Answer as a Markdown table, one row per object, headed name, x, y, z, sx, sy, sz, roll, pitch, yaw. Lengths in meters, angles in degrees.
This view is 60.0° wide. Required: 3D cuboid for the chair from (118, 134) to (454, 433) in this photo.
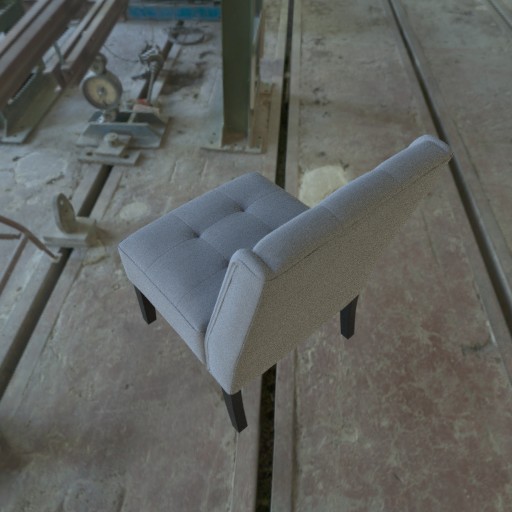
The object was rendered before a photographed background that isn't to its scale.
| name | x | y | z | sx | sy | sz | roll | pitch | yaw |
| --- | --- | --- | --- | --- | --- | --- | --- | --- | --- |
| chair | 0.000 | 0.000 | 1.291 | 0.569 | 0.853 | 0.676 | -33 | 55 | -26 |
